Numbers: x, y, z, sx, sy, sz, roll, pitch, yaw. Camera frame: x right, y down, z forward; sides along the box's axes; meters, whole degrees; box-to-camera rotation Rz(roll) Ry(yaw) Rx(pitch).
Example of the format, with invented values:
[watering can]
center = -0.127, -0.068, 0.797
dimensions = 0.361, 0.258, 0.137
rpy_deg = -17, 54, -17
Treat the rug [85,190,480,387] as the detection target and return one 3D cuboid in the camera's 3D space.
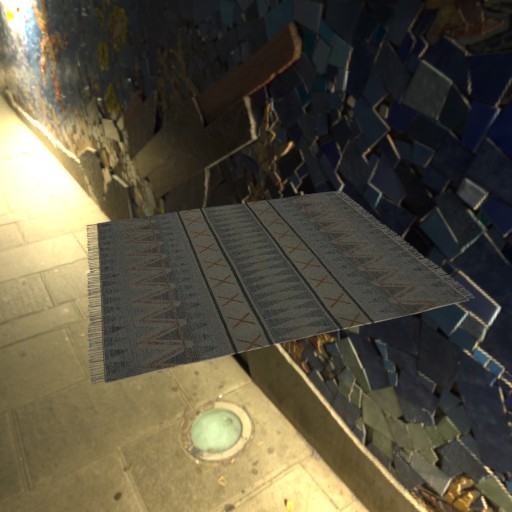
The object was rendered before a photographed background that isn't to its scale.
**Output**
[rug]
center = 0.000, 0.000, 4.098
dimensions = 3.000, 0.012, 2.371
rpy_deg = -10, 32, -16
